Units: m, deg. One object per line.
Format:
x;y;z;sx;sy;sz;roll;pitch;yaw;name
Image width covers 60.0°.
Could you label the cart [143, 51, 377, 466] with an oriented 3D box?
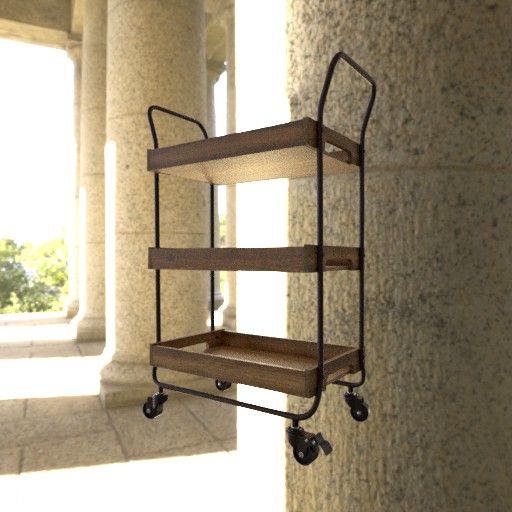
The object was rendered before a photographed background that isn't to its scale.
0.000;0.000;1.168;0.583;0.857;0.339;0;0;35;cart
